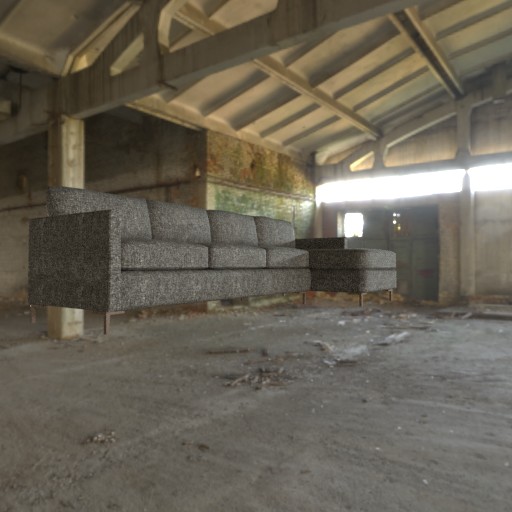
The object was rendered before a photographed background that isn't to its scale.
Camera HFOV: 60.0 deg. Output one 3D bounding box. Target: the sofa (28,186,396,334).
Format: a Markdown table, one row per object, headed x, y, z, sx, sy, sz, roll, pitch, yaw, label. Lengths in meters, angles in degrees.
| x | y | z | sx | sy | sz | roll | pitch | yaw | label |
| --- | --- | --- | --- | --- | --- | --- | --- | --- | --- |
| 0.000 | 0.000 | 4.028 | 1.488 | 0.970 | 3.384 | -1 | -1 | 36 | sofa |
